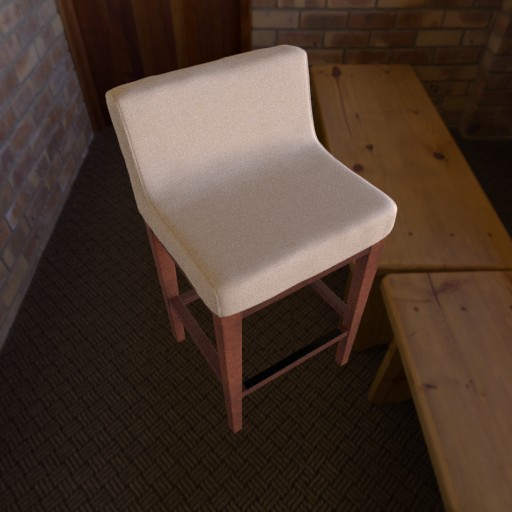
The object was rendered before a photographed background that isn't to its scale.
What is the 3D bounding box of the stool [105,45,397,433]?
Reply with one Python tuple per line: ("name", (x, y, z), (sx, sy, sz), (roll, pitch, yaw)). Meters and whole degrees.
("stool", (0.000, 0.000, 1.251), (0.511, 0.937, 0.500), (-25, 51, -22))
